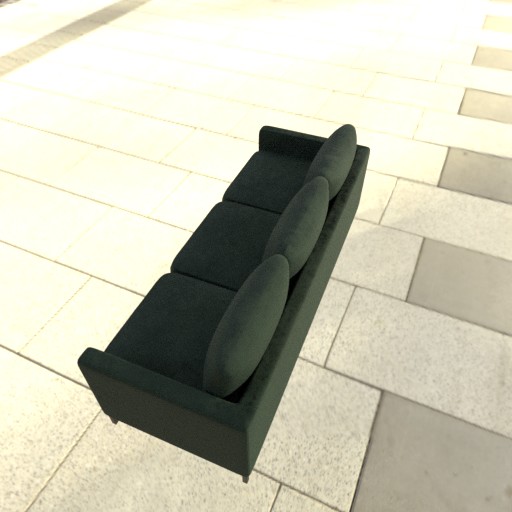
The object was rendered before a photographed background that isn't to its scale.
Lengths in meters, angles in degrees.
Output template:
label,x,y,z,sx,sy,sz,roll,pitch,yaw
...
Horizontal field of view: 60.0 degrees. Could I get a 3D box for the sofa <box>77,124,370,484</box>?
label,x,y,z,sx,sy,sz,roll,pitch,yaw
sofa,0.000,0.000,2.710,0.859,0.870,2.218,17,48,16
